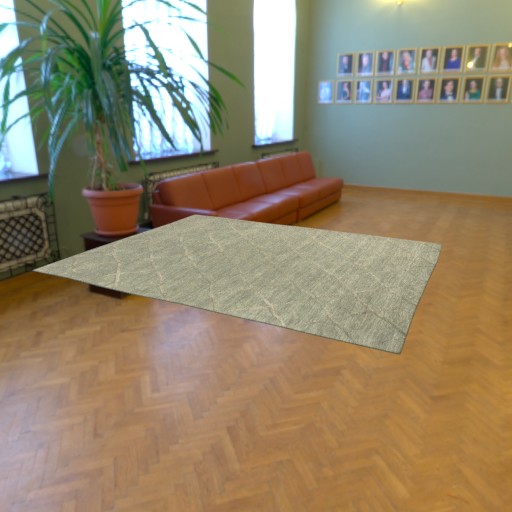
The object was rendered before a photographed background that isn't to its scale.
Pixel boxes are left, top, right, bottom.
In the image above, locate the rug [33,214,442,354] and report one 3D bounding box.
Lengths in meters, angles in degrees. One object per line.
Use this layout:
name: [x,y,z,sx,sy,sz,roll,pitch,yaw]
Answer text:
rug: [0.000,0.000,4.128,3.048,0.013,2.438,9,20,26]
